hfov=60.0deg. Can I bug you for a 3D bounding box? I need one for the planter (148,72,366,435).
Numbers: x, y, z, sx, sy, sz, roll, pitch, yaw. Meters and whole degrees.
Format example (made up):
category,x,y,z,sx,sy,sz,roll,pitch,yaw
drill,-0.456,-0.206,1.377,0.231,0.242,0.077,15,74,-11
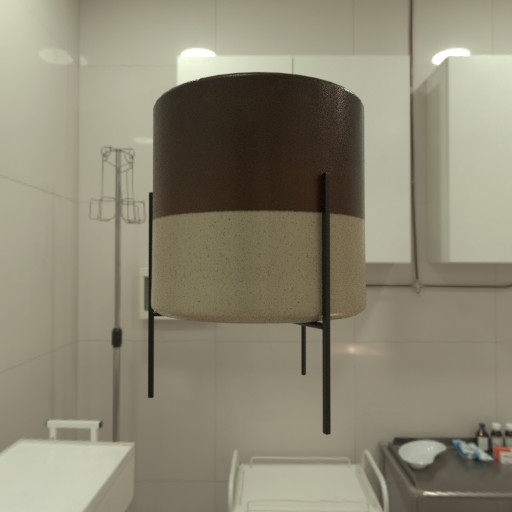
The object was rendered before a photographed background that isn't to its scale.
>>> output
category,x,y,z,sx,sy,sz,roll,pitch,yaw
planter,0.000,0.000,0.731,0.354,0.465,0.345,0,-1,1
